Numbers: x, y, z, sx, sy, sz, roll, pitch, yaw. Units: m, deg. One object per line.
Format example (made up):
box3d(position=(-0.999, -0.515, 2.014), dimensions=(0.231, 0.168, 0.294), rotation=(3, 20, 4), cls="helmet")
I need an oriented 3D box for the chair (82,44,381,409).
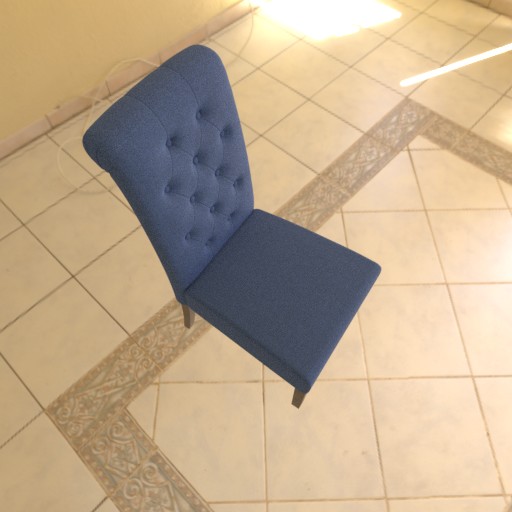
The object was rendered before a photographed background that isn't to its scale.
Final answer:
box3d(position=(0.000, 0.000, 1.350), dimensions=(0.671, 1.006, 0.456), rotation=(30, 64, 17), cls="chair")
